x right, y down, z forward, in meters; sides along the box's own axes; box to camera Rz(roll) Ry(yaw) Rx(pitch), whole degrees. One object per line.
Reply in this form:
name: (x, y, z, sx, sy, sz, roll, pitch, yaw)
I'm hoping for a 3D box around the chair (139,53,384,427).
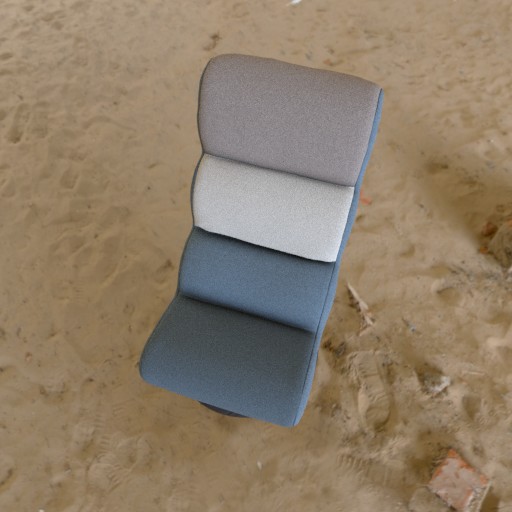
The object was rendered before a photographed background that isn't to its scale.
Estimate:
chair: (0.000, 0.000, 1.073, 0.420, 0.641, 0.661, 14, 59, 9)
